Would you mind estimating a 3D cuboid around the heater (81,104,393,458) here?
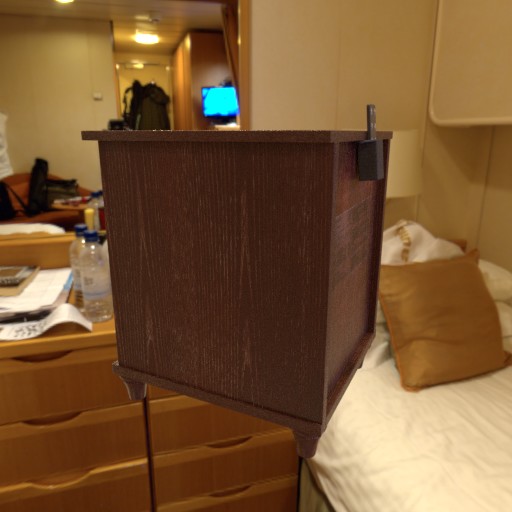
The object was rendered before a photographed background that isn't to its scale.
[{"bbox_3d":[0.000,0.000,0.757,0.400,0.481,0.362,8,17,26],"label":"heater"}]
